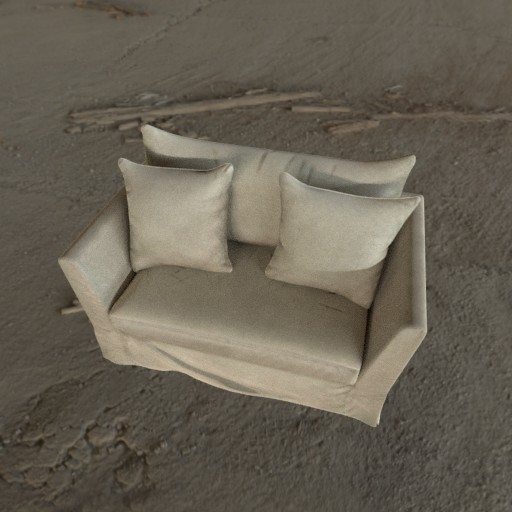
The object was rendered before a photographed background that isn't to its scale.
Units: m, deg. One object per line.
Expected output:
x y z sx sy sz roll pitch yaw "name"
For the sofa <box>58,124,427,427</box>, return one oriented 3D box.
0.000 0.000 2.324 1.608 1.040 1.035 10 43 11 "sofa"
